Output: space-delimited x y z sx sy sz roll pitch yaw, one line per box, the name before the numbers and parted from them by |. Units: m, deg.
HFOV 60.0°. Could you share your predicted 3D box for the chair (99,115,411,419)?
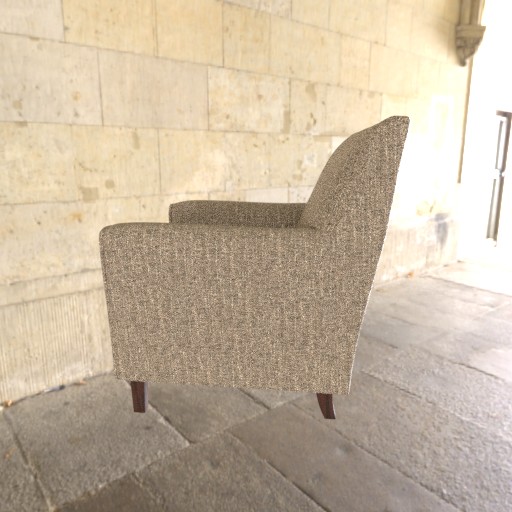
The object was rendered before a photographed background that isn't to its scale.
chair | 0.000 0.000 1.655 0.873 0.928 0.864 1 13 6
